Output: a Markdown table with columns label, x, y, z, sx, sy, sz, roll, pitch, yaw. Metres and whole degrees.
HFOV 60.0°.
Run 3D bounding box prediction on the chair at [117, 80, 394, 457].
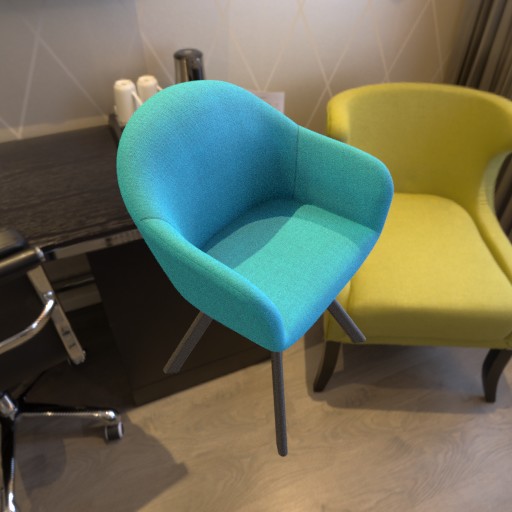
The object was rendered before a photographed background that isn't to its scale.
| label | x | y | z | sx | sy | sz | roll | pitch | yaw |
| --- | --- | --- | --- | --- | --- | --- | --- | --- | --- |
| chair | 0.000 | 0.000 | 1.182 | 0.550 | 0.795 | 0.590 | 26 | 48 | 26 |
